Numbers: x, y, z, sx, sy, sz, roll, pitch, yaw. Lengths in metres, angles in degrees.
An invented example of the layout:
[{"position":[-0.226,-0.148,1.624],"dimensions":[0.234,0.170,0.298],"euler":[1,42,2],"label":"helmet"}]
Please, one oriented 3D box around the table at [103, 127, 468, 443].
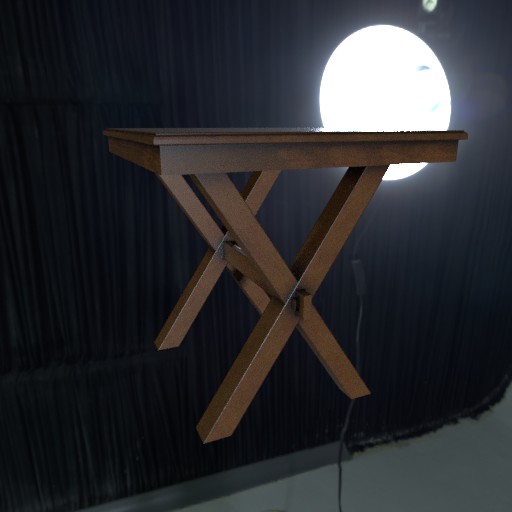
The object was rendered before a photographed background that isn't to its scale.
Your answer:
[{"position":[0.000,0.000,1.022],"dimensions":[0.560,0.562,0.602],"euler":[-7,18,-23],"label":"table"}]
